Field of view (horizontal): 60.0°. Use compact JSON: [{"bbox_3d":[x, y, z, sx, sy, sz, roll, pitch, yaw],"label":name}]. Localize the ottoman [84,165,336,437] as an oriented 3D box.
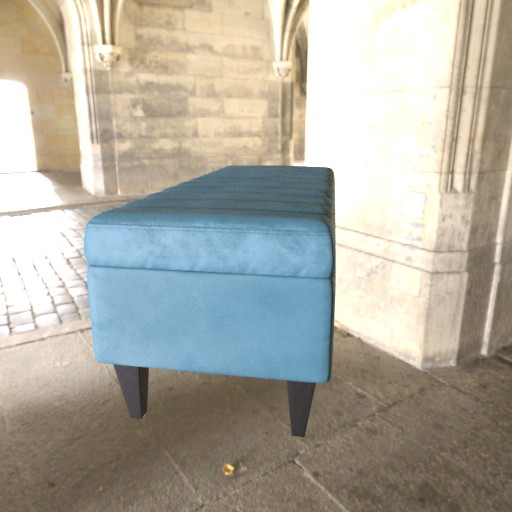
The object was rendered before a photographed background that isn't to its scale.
[{"bbox_3d":[0.000,0.000,1.382,0.482,0.469,1.151,3,16,9],"label":"ottoman"}]
